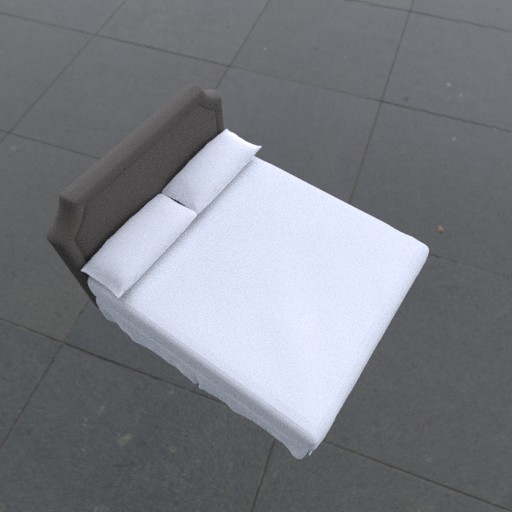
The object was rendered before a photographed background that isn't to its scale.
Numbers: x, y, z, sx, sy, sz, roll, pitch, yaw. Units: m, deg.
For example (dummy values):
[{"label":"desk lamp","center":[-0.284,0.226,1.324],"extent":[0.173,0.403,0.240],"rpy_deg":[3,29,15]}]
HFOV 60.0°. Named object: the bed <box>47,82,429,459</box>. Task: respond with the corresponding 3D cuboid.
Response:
[{"label":"bed","center":[0.000,0.000,3.926],"extent":[2.536,1.561,2.194],"rpy_deg":[31,64,17]}]
